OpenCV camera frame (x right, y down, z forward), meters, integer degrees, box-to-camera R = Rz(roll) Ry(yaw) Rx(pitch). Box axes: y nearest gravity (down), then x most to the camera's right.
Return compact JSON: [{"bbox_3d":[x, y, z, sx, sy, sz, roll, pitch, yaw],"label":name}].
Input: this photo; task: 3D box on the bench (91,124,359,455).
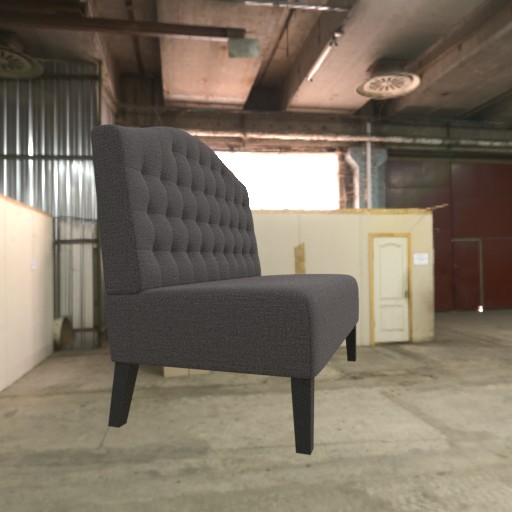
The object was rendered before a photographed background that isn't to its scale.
[{"bbox_3d":[0.000,0.000,2.041,0.815,1.180,1.335,0,0,19],"label":"bench"}]
